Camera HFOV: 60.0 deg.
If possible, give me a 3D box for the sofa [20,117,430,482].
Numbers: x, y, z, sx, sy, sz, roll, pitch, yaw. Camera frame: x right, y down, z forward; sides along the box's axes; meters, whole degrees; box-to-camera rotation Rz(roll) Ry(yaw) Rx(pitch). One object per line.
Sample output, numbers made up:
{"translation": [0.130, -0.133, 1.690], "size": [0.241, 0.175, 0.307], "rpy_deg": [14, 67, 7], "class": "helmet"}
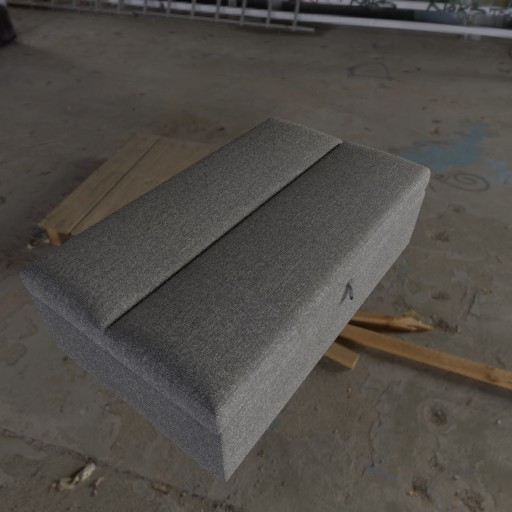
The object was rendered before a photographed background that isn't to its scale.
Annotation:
{"translation": [0.000, 0.000, 1.538], "size": [0.782, 0.417, 1.198], "rpy_deg": [27, 49, 26], "class": "sofa"}
